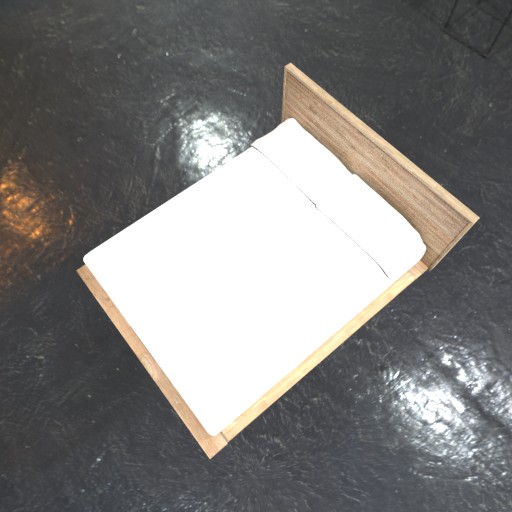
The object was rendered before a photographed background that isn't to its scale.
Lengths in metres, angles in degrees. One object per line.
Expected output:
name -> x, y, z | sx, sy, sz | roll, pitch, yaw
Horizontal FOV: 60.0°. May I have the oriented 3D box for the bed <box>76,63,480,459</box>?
bed -> 0.000, 0.000, 3.213 | 2.145, 1.071, 1.759 | -37, 69, -16
